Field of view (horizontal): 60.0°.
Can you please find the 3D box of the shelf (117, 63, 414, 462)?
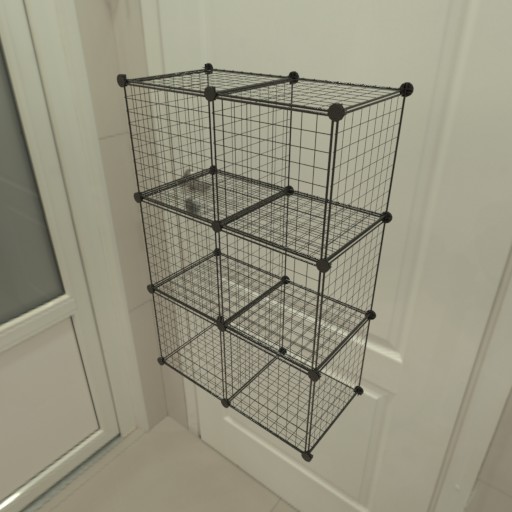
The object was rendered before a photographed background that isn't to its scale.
[{"bbox_3d":[0.000,0.000,1.419,0.711,1.067,0.356,21,36,33],"label":"shelf"}]
